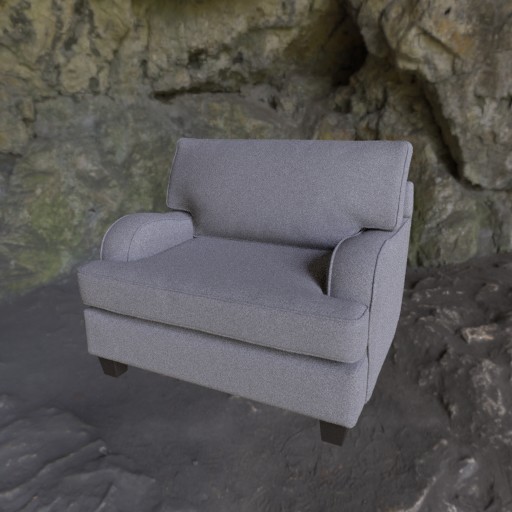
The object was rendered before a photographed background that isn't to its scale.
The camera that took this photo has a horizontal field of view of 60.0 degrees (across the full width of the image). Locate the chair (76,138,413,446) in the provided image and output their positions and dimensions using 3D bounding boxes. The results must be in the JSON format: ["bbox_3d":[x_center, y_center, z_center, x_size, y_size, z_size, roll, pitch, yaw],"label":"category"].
[{"bbox_3d":[0.000,0.000,2.006,1.220,1.016,1.040,8,18,25],"label":"chair"}]
